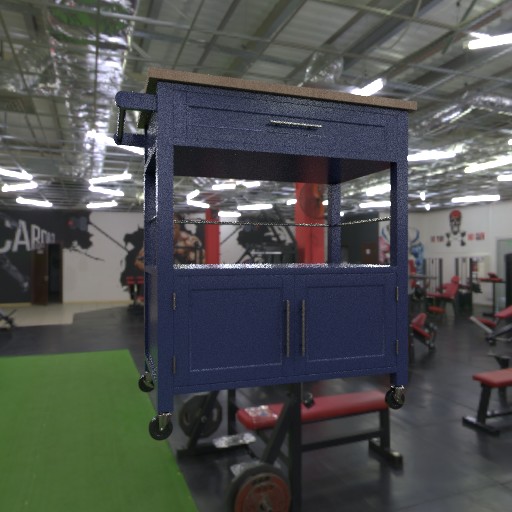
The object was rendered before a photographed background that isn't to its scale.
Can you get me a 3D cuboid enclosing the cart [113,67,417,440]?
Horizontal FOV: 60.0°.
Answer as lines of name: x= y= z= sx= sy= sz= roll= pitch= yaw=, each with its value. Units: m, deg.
cart: x=0.000 y=0.000 z=1.378 sx=0.840 sy=0.901 sz=0.459 roll=0 pitch=0 yaw=-18
